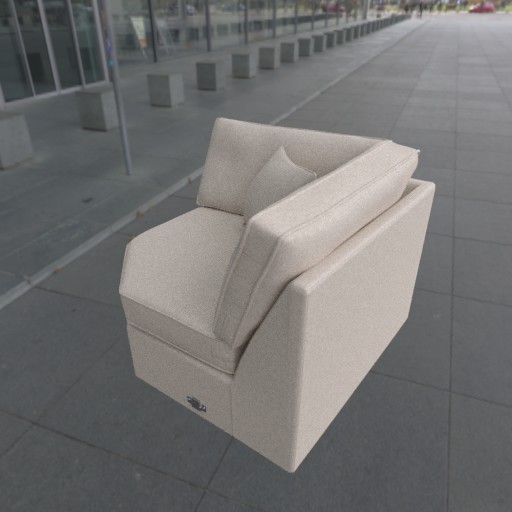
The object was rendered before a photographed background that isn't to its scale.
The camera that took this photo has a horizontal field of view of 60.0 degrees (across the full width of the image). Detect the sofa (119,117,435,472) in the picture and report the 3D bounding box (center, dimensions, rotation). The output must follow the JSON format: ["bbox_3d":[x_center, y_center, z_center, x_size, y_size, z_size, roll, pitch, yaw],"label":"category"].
[{"bbox_3d":[0.000,0.000,1.834,1.050,0.937,1.042,20,36,31],"label":"sofa"}]
